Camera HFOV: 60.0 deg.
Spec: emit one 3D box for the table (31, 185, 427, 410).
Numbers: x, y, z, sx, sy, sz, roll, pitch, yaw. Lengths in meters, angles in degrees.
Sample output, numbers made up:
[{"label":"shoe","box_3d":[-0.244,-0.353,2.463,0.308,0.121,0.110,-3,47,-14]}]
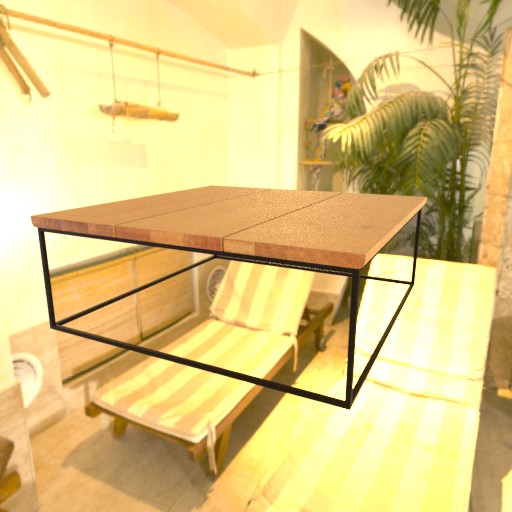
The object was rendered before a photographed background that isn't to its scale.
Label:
[{"label":"table","box_3d":[0.000,0.000,1.736,1.100,0.400,1.100,7,17,26]}]
